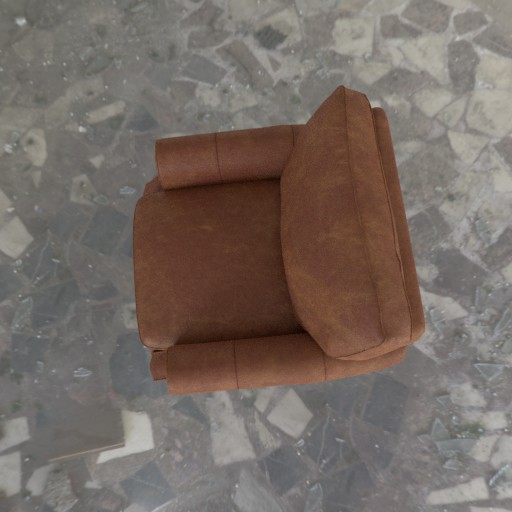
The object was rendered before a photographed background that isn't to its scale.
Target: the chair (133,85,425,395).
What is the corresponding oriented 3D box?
[{"bbox_3d":[0.000,0.000,1.724,0.986,0.962,0.983,-6,75,-1],"label":"chair"}]
